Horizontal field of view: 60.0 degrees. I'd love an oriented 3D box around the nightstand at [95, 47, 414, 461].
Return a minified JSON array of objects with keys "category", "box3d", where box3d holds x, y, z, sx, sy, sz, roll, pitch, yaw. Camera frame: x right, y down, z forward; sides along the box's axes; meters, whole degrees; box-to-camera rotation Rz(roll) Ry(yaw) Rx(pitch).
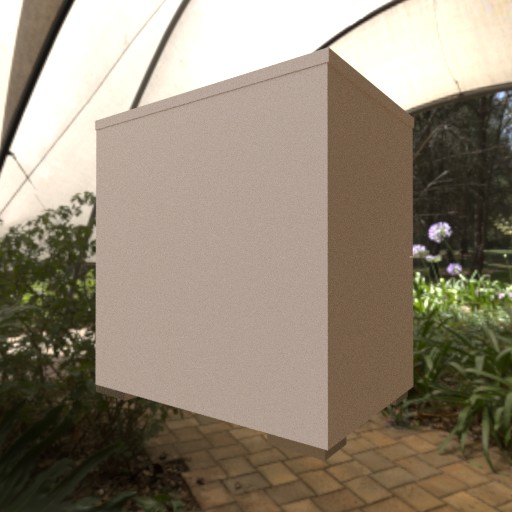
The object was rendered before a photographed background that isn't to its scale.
[{"category":"nightstand","box3d":[0.000,0.000,0.753,0.441,0.460,0.325,0,-1,36]}]
